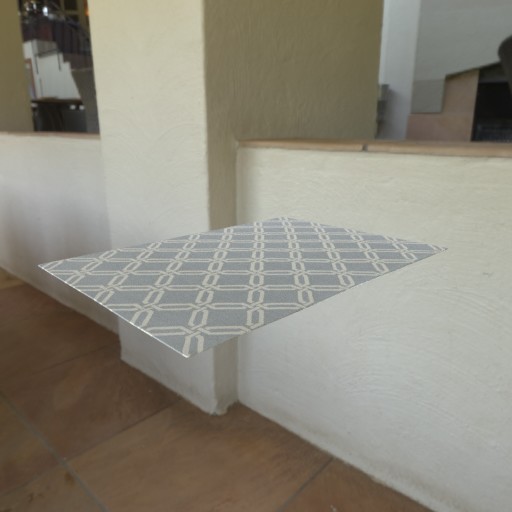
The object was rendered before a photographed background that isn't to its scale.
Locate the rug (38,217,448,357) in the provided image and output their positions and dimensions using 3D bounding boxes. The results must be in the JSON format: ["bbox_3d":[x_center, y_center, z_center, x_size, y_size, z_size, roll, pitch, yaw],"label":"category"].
[{"bbox_3d":[0.000,0.000,2.799,2.133,0.013,1.522,-15,22,-42],"label":"rug"}]
